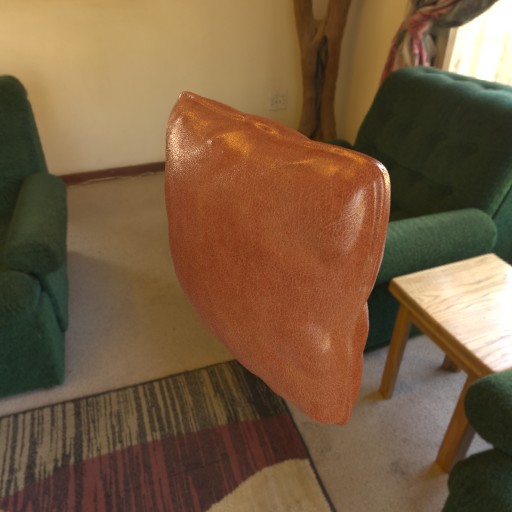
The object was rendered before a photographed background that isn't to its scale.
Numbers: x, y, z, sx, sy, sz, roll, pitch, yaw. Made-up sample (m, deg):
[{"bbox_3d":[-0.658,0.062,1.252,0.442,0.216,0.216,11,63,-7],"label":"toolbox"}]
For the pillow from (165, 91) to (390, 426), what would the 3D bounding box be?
[{"bbox_3d":[0.000,0.000,0.845,0.236,0.523,0.532,-23,39,-31],"label":"pillow"}]
